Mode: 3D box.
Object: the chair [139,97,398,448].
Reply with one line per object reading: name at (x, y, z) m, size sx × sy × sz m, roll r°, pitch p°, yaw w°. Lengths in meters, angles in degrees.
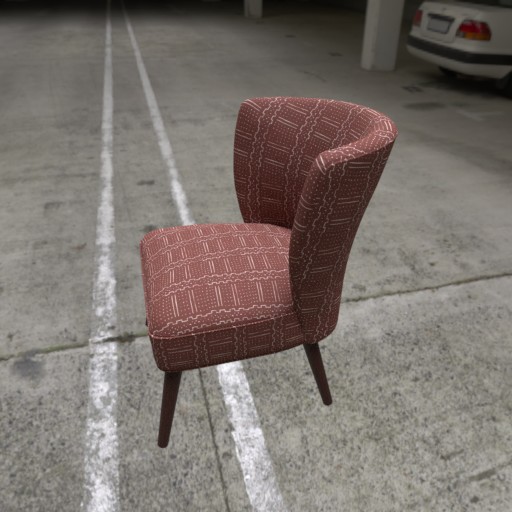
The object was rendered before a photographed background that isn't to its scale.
chair at (0.000, 0.000, 1.411) m, size 0.758 × 0.866 × 0.706 m, roll -8°, pitch 31°, yaw -14°
